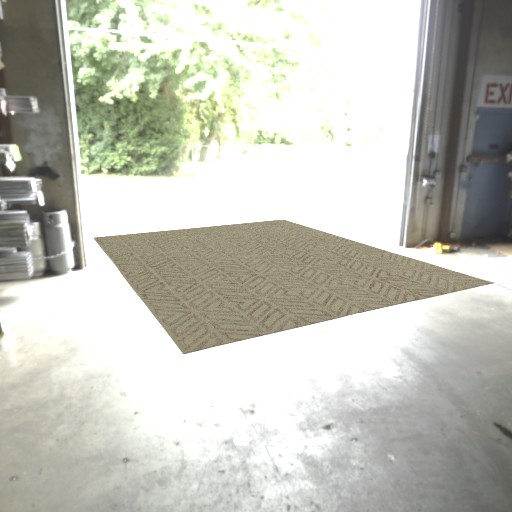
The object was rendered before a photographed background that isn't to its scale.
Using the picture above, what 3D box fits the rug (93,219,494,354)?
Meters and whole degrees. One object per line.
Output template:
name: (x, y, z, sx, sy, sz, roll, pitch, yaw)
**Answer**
rug: (0.000, 0.000, 4.063, 2.421, 0.008, 3.045, -8, 17, -27)
